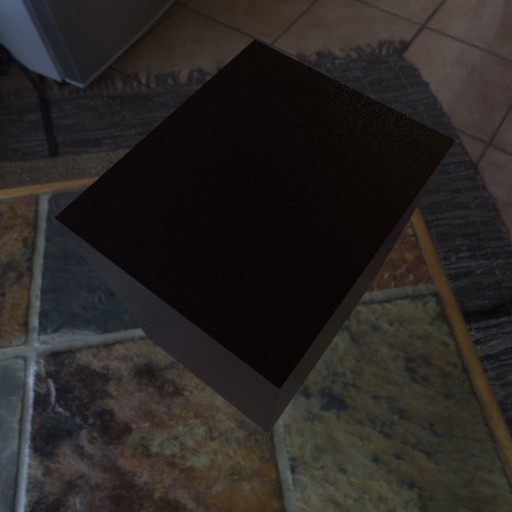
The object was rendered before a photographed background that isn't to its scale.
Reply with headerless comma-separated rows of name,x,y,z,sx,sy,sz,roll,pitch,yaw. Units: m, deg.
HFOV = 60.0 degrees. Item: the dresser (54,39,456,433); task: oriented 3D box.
dresser,0.000,0.000,0.771,0.360,0.470,0.400,34,68,16
